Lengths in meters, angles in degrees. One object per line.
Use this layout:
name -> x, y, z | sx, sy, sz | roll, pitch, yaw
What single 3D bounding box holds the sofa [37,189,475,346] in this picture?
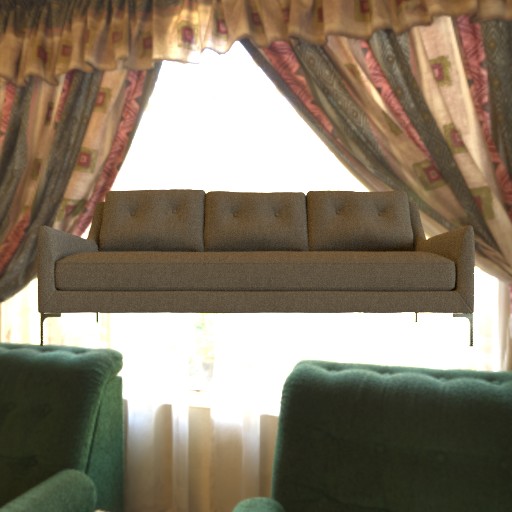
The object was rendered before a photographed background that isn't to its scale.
sofa -> 0.000, 0.000, 2.462 | 2.060, 0.837, 0.849 | 0, 0, 0
